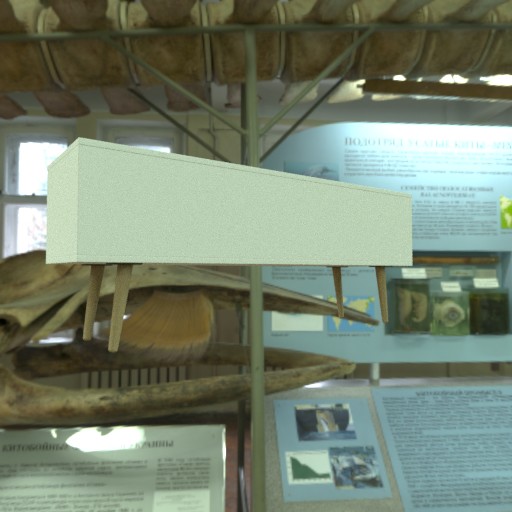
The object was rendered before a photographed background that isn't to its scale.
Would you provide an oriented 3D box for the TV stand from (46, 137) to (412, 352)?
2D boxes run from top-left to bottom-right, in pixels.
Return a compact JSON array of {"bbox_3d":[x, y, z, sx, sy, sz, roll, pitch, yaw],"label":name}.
[{"bbox_3d":[0.000,0.000,1.681,1.398,0.560,0.401,1,-2,-36],"label":"TV stand"}]
